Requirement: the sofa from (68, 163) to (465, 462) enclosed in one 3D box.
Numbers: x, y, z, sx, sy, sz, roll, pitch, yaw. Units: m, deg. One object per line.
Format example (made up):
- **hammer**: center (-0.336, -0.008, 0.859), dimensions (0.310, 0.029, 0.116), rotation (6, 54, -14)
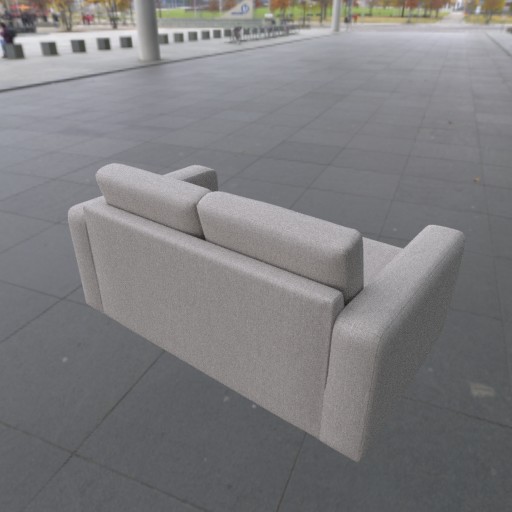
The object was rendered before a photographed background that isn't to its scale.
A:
- **sofa**: center (0.000, 0.000, 1.999), dimensions (1.540, 0.800, 0.900), rotation (20, 35, 32)
